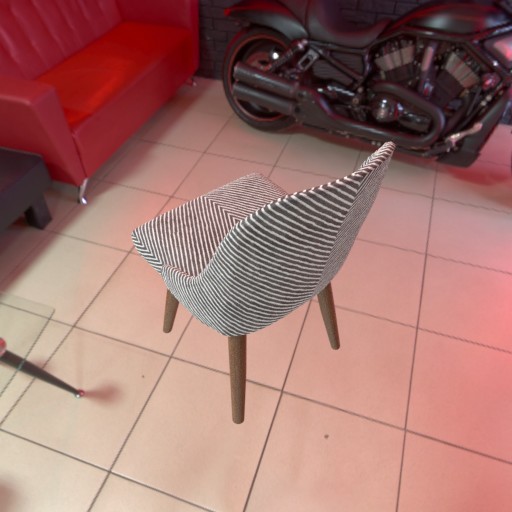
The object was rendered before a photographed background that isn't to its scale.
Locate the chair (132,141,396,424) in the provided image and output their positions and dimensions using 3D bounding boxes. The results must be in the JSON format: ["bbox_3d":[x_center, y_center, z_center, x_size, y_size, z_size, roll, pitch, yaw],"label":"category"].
[{"bbox_3d":[0.000,0.000,1.242,0.504,0.883,0.591,-30,53,-26],"label":"chair"}]
